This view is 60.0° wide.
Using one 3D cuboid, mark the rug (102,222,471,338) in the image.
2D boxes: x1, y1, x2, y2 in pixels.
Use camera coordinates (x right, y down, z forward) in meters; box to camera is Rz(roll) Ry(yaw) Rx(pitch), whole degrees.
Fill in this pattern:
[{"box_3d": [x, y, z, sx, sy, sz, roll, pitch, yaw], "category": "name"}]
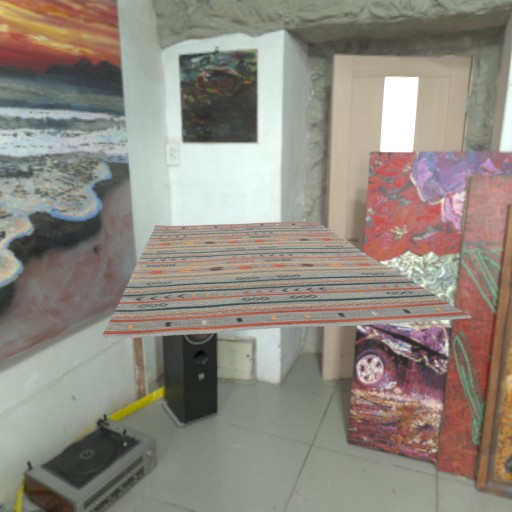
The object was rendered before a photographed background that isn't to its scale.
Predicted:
[{"box_3d": [0.000, 0.000, 2.971, 1.537, 0.029, 2.439, -2, 14, -8], "category": "rug"}]
